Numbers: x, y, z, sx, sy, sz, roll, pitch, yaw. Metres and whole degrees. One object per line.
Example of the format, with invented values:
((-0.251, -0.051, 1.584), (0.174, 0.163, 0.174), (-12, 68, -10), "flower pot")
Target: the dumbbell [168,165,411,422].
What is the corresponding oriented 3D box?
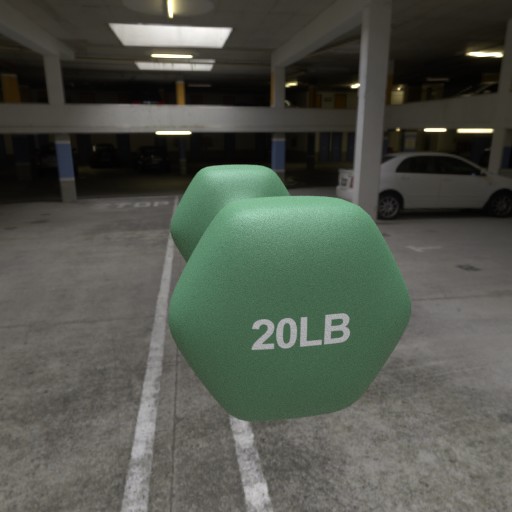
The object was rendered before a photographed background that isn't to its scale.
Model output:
((0.000, 0.000, 0.323), (0.126, 0.114, 0.257), (-3, 16, -9), "dumbbell")
